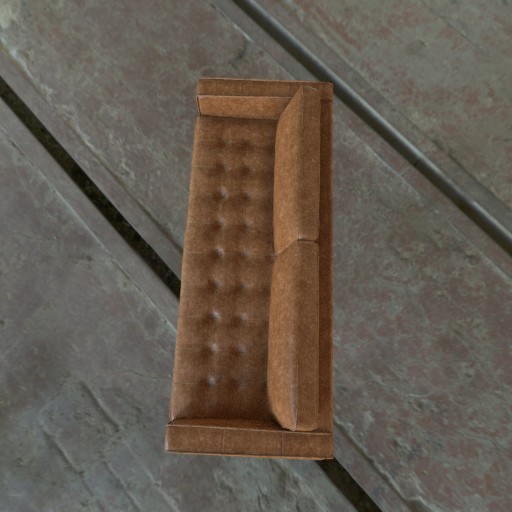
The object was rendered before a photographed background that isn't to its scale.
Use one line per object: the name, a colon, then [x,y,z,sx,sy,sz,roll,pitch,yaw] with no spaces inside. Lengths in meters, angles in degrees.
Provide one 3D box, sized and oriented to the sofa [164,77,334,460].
sofa: [0.000,0.000,2.664,0.886,0.779,2.199,2,75,1]
